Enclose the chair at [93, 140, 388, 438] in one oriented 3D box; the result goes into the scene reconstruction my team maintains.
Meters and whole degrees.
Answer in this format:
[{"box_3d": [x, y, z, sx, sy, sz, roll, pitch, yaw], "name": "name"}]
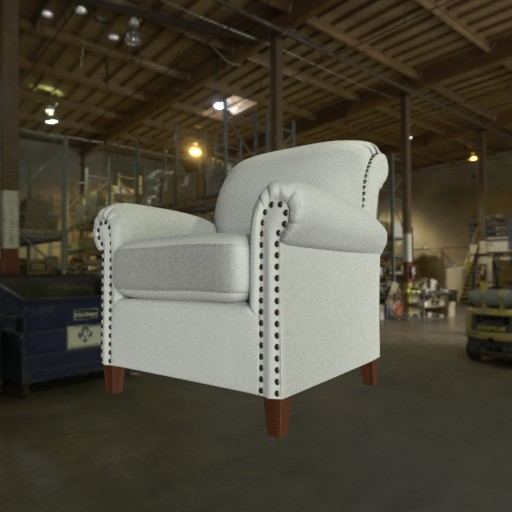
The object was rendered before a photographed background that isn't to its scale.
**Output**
[{"box_3d": [0.000, 0.000, 1.609, 0.854, 0.927, 0.890, -1, -3, 36], "name": "chair"}]
